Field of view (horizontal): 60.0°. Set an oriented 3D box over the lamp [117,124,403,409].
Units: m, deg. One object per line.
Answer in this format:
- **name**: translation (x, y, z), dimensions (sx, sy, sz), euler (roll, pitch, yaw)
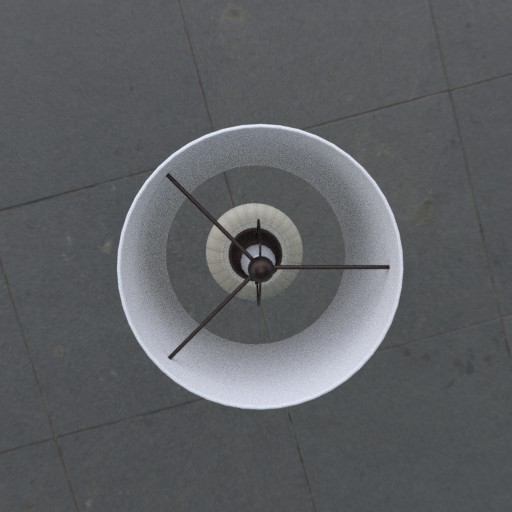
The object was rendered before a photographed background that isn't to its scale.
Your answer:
- **lamp**: translation (0.000, 0.000, 0.777), dimensions (0.329, 0.570, 0.329), euler (0, 93, -1)
